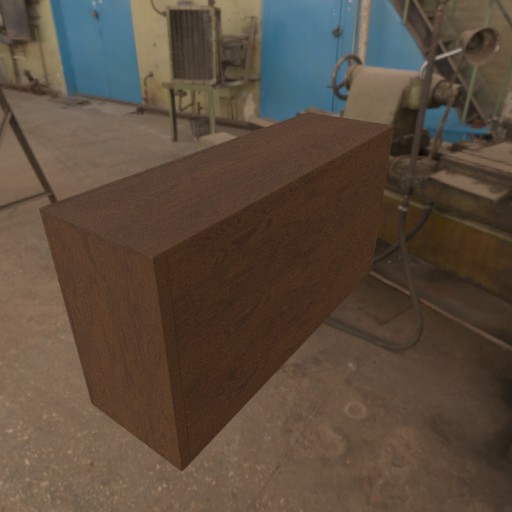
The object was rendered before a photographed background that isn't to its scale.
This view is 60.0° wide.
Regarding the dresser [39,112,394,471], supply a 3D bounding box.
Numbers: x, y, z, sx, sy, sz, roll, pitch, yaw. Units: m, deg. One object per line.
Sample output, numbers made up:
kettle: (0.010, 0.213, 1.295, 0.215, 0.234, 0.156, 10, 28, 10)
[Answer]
dresser: (0.000, 0.000, 1.923, 0.512, 0.889, 1.523, 20, 36, 31)
